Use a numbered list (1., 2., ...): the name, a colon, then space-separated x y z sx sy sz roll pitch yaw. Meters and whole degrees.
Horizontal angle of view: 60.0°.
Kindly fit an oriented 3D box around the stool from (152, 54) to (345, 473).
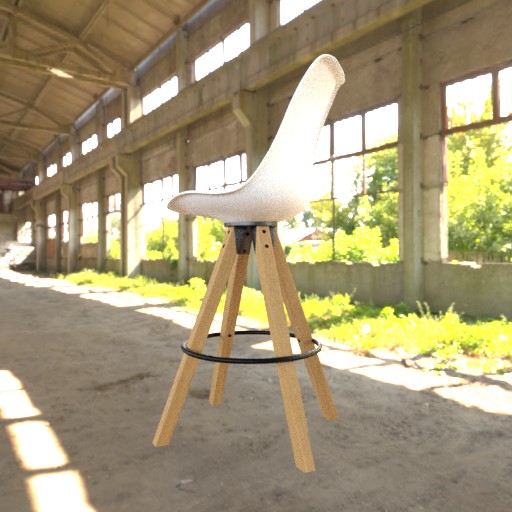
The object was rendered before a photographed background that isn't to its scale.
1. stool: 0.000 0.000 1.407 0.549 1.115 0.482 0 1 20
